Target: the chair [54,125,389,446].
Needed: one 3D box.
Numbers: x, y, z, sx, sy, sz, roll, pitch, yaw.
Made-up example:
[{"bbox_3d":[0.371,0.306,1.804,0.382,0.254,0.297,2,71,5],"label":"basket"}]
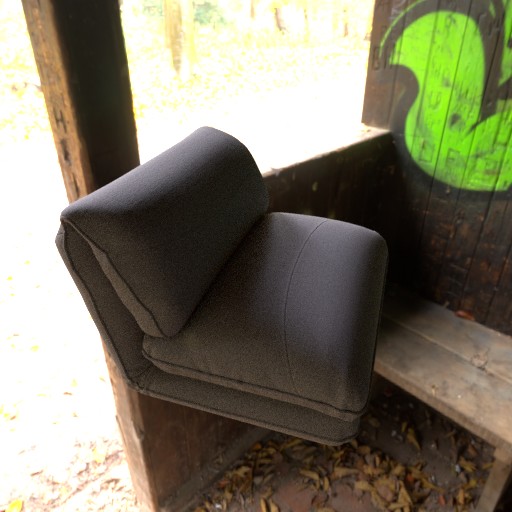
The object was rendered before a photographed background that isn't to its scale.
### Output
[{"bbox_3d":[0.000,0.000,1.352,0.780,0.580,0.820,9,32,15],"label":"chair"}]
